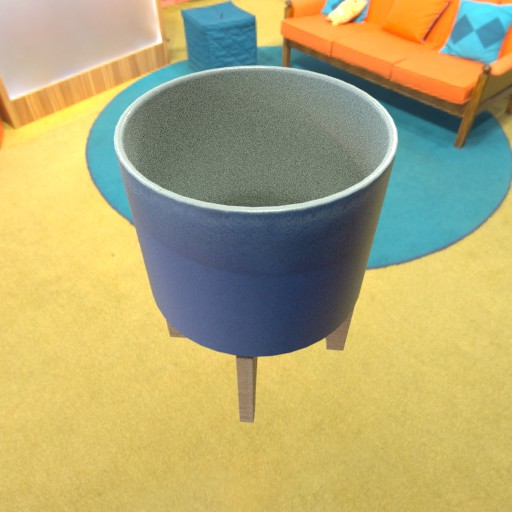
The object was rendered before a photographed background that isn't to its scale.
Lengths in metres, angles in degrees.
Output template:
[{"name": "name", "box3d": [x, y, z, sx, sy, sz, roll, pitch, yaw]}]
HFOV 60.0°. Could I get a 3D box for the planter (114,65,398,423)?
[{"name": "planter", "box3d": [0.000, 0.000, 0.400, 0.192, 0.263, 0.192, 0, 46, 0]}]
